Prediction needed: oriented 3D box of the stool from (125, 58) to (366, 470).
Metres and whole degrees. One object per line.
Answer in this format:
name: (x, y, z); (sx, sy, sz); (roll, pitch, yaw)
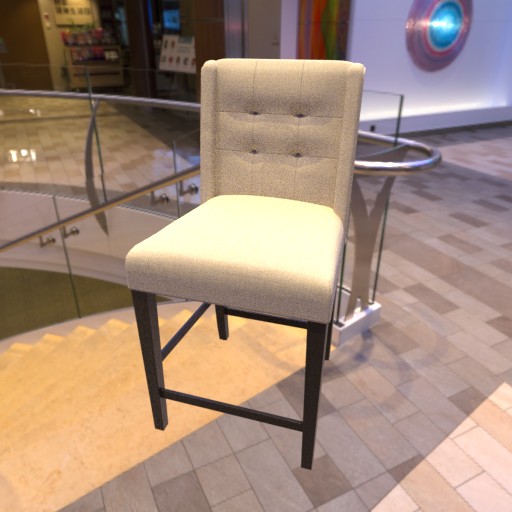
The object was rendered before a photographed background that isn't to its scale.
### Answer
stool: (0.000, 0.000, 1.187); (0.474, 0.939, 0.509); (8, 28, 15)
